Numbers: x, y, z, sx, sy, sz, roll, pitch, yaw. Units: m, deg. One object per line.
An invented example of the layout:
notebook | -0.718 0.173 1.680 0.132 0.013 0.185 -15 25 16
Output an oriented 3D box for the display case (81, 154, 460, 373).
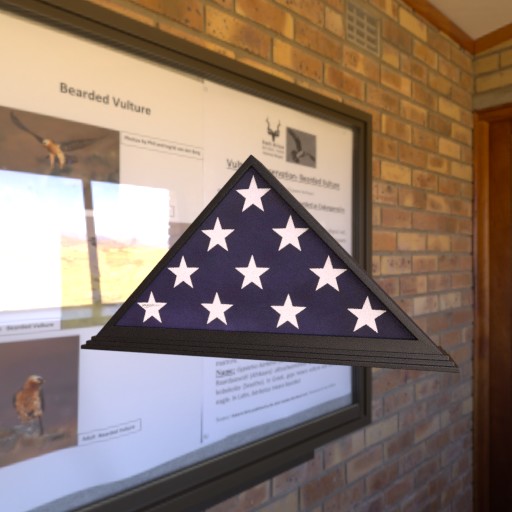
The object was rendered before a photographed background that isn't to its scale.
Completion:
display case | 0.000 0.000 0.774 0.640 0.340 0.095 0 0 15
